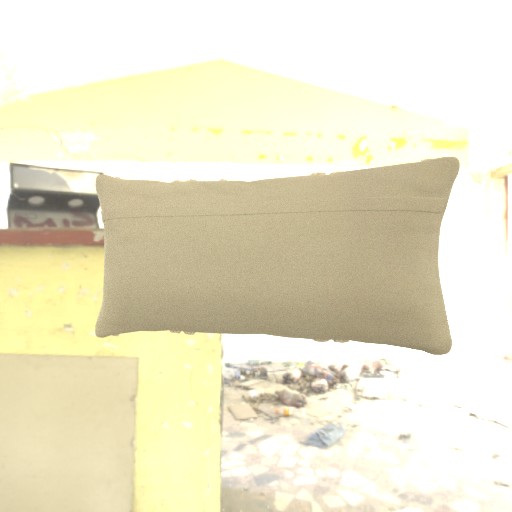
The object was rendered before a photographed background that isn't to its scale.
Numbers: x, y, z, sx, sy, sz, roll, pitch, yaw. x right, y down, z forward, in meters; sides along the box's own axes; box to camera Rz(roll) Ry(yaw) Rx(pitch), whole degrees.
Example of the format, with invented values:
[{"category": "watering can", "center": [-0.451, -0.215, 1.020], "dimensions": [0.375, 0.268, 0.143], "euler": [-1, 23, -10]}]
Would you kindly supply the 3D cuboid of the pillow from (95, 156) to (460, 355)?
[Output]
[{"category": "pillow", "center": [0.000, 0.000, 0.723], "dimensions": [0.608, 0.295, 0.161], "euler": [0, 0, 17]}]
